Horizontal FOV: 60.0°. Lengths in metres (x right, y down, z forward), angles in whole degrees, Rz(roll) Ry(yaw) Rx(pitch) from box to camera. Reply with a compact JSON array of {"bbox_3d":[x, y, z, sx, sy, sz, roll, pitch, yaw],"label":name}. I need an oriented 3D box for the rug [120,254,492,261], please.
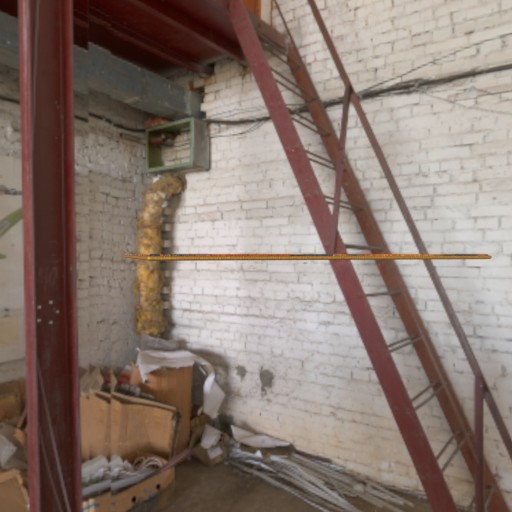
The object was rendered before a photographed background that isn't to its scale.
[{"bbox_3d":[0.000,0.000,2.864,1.588,0.024,2.204,0,0,-19],"label":"rug"}]
